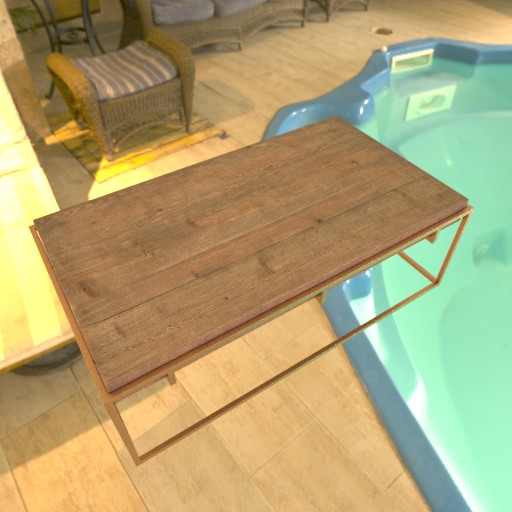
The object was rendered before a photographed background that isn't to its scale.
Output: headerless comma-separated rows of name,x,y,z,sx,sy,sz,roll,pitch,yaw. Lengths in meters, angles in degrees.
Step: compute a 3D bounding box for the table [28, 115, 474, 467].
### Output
table,0.000,0.000,1.714,1.387,0.468,0.775,-25,50,-22
